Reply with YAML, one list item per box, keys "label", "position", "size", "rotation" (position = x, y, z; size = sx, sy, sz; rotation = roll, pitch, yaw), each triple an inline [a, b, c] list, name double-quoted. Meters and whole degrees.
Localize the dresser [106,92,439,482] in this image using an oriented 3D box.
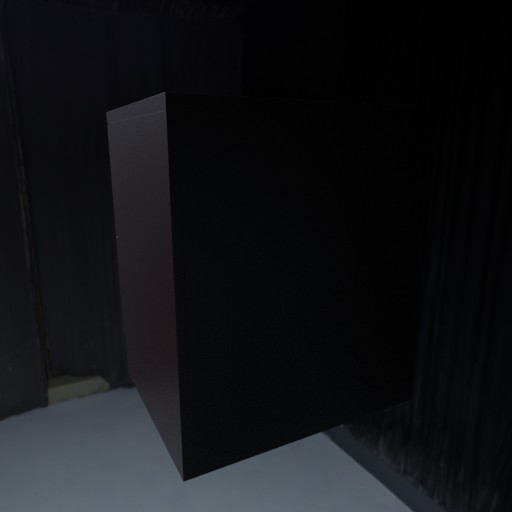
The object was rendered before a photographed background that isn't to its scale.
- label: "dresser"
  position: [0.000, 0.000, 0.753]
  size: [0.400, 0.470, 0.360]
  rotation: [-7, 16, -27]
